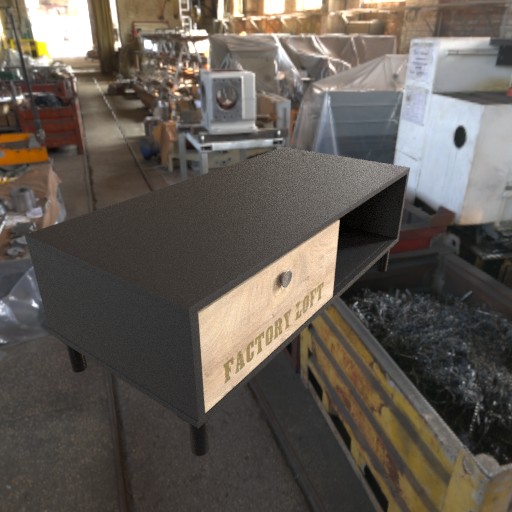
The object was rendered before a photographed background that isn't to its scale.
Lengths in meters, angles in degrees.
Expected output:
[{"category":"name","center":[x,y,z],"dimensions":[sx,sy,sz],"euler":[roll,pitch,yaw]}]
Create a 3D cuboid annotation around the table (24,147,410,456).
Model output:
[{"category":"table","center":[0.000,0.000,1.374],"dimensions":[0.550,0.400,1.100],"euler":[18,32,32]}]
